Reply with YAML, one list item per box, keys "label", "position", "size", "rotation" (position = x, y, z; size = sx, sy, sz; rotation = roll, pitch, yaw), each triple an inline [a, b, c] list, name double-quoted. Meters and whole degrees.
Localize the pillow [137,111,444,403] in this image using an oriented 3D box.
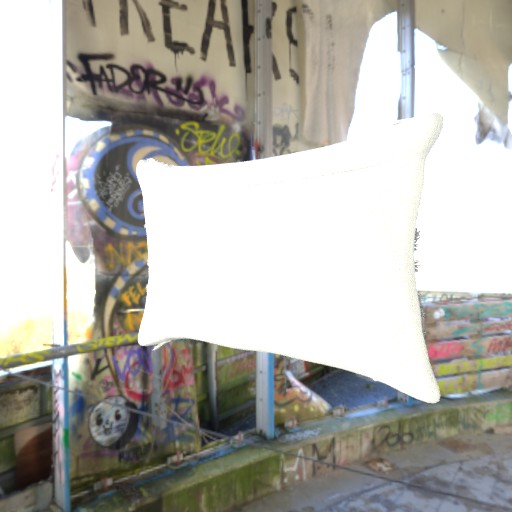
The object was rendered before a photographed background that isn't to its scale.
- label: "pillow"
  position: [0.000, 0.000, 0.585]
  size: [0.466, 0.305, 0.084]
  rotation: [1, 1, 35]
